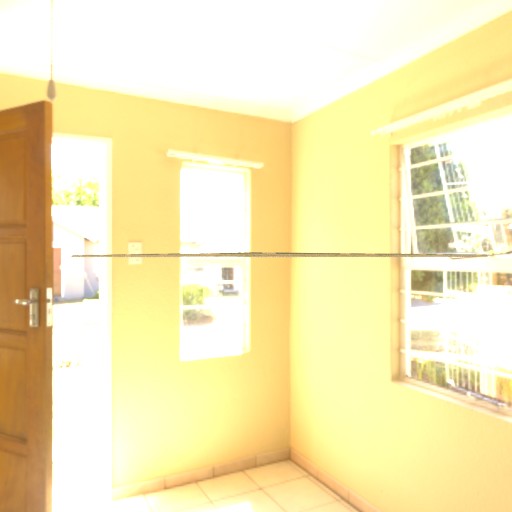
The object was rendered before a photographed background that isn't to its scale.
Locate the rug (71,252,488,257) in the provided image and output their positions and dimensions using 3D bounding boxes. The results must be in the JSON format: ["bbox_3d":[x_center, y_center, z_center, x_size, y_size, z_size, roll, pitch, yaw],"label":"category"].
[{"bbox_3d":[0.000,0.000,4.094,2.466,0.021,3.049,0,0,-37],"label":"rug"}]
